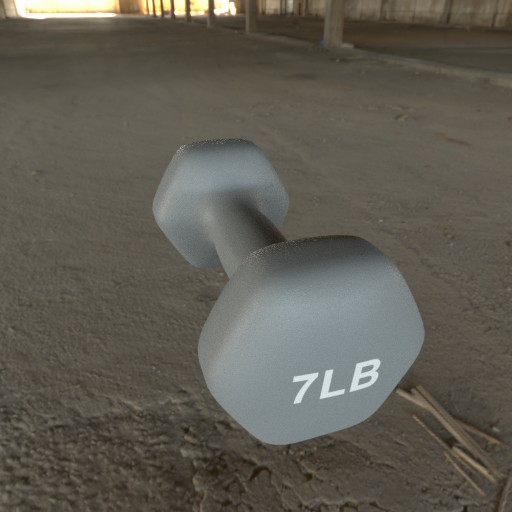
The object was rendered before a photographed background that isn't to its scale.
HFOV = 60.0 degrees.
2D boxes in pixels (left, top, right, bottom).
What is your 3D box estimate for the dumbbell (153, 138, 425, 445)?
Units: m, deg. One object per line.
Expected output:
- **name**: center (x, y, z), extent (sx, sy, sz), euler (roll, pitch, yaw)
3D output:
- **dumbbell**: center (0.000, 0.000, 0.230), extent (0.090, 0.081, 0.184), euler (-9, 31, -15)
